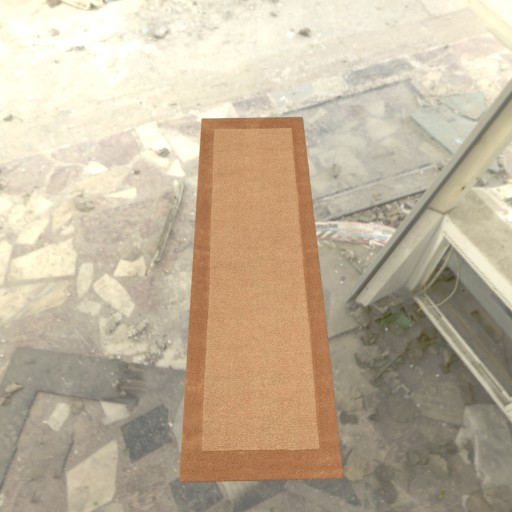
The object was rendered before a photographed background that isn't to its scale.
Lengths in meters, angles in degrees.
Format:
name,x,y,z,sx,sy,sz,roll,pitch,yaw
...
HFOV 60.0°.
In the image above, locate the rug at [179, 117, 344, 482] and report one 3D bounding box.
name,x,y,z,sx,sy,sz,roll,pitch,yaw
rug,0.000,0.000,2.690,0.764,0.017,2.439,-1,58,-1
